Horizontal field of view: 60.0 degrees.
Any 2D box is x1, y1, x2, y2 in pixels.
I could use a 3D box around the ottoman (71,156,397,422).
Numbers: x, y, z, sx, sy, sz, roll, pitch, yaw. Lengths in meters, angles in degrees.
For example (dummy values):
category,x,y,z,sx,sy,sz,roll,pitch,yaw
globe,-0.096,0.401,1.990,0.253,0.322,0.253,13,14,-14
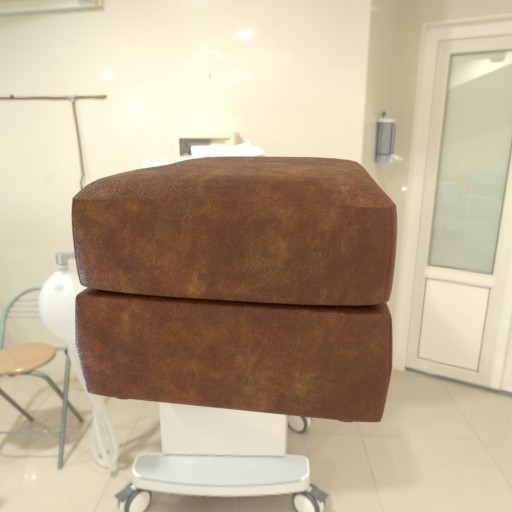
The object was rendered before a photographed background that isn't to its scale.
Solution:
category,x,y,z,sx,sy,sz,roll,pitch,yaw
ottoman,0.000,0.000,1.134,0.603,0.476,0.751,3,16,9
